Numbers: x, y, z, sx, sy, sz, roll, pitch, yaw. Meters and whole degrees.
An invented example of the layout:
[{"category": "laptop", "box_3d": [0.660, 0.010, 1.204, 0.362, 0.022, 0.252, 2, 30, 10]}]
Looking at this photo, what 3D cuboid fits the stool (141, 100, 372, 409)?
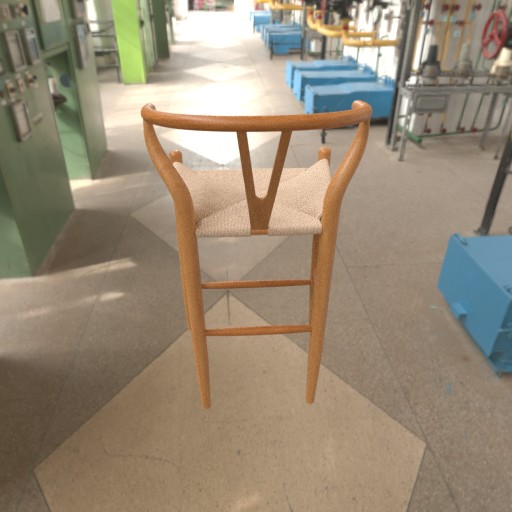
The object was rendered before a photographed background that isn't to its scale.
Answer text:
[{"category": "stool", "box_3d": [0.000, 0.000, 1.340, 0.569, 0.970, 0.579, -2, 32, -3]}]
